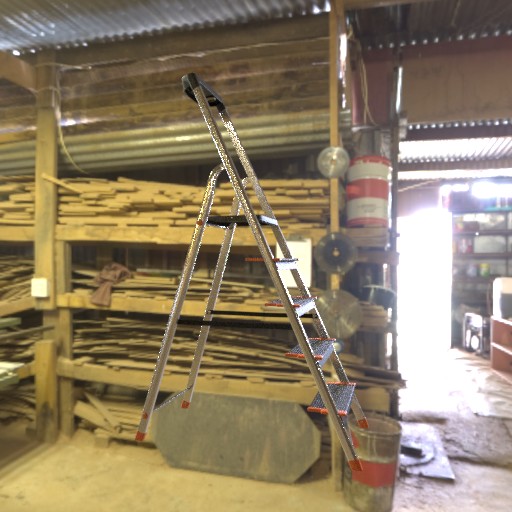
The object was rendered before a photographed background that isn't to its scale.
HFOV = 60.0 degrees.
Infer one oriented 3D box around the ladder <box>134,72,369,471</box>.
[{"bbox_3d":[0.000,0.000,2.066,0.995,1.646,0.480,0,-1,17],"label":"ladder"}]
